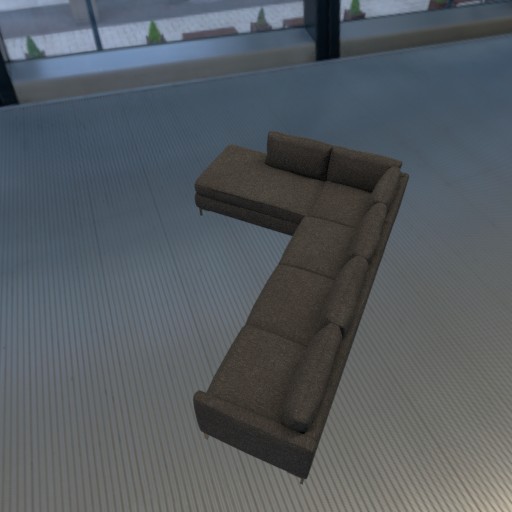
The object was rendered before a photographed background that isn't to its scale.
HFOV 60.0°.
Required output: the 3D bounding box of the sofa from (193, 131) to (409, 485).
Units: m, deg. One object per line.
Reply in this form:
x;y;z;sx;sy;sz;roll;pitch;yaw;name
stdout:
0.000;0.000;3.833;2.007;0.815;2.949;18;49;16;sofa
